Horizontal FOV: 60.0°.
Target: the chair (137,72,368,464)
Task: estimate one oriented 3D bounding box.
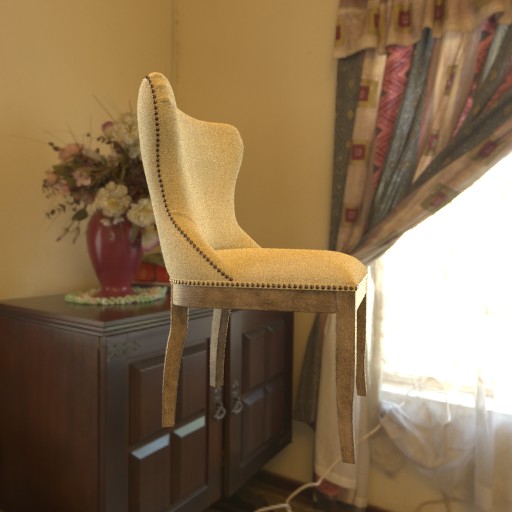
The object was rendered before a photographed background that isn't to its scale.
[{"bbox_3d":[0.000,0.000,1.426,0.681,1.002,0.654,1,2,17],"label":"chair"}]
